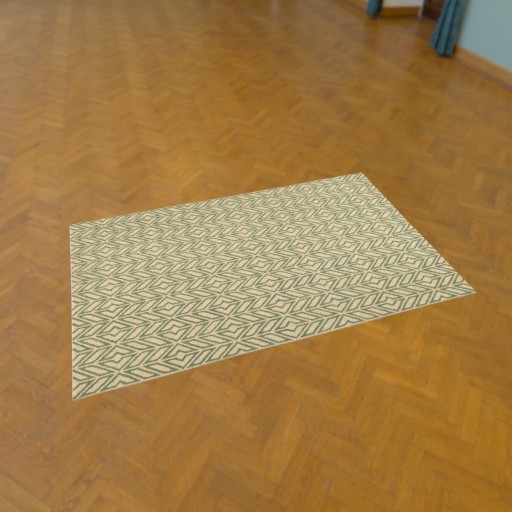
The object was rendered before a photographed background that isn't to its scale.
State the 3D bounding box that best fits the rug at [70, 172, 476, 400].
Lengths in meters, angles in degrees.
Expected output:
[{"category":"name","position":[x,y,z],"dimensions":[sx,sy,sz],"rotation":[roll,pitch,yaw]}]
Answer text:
[{"category":"rug","position":[0.000,0.000,3.054],"dimensions":[2.435,0.011,1.517],"rotation":[-12,43,-13]}]
